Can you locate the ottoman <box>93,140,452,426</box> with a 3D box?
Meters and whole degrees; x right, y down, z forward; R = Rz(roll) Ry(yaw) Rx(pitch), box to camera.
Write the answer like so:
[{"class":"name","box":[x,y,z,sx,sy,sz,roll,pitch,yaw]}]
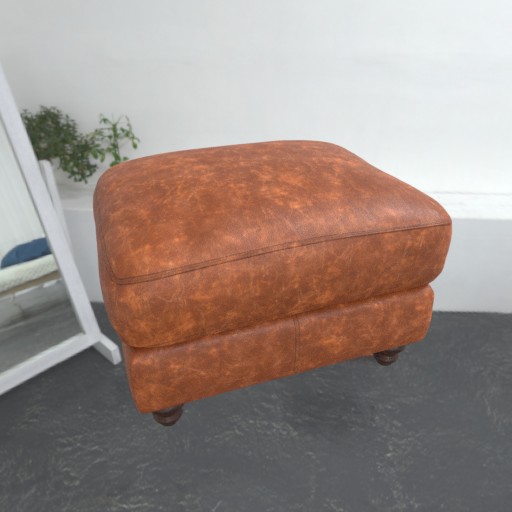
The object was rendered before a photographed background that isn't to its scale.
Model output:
[{"class":"ottoman","box":[0.000,0.000,1.269,0.832,0.562,0.657,-10,33,-16]}]
